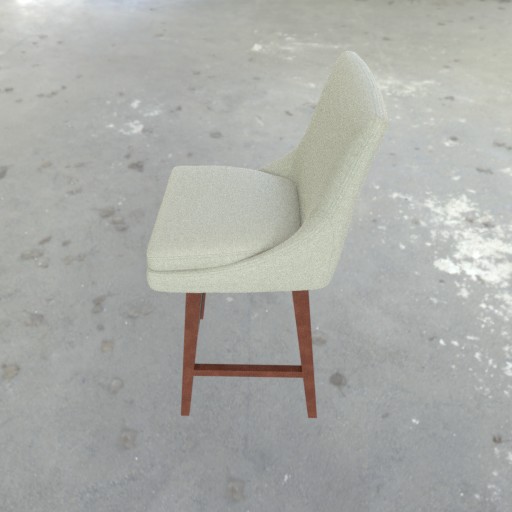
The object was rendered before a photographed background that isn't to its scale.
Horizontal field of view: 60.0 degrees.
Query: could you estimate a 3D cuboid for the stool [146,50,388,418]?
[{"bbox_3d":[0.000,0.000,1.368,0.559,1.092,0.470,1,41,1],"label":"stool"}]
